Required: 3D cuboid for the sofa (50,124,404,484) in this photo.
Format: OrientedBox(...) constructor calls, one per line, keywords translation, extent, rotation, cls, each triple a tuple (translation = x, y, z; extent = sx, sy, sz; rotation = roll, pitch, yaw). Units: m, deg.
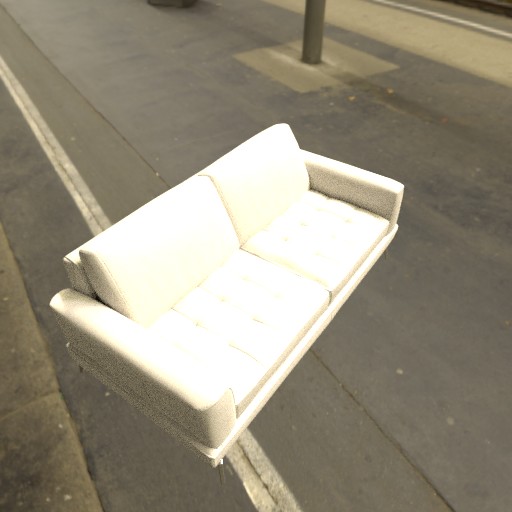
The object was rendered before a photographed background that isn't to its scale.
OrientedBox(translation=(0.000, 0.000, 2.750), extent=(1.121, 0.930, 2.177), rotation=(26, 47, 26), cls="sofa")
